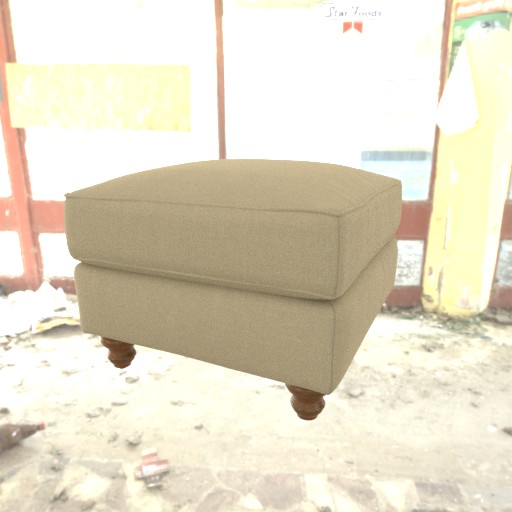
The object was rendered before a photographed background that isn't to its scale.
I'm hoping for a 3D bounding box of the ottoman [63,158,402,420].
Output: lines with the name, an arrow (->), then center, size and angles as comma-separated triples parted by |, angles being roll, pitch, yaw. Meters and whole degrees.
ottoman -> 0.000, 0.000, 1.181 | 0.662, 0.505, 0.716 | 7, 16, 25
